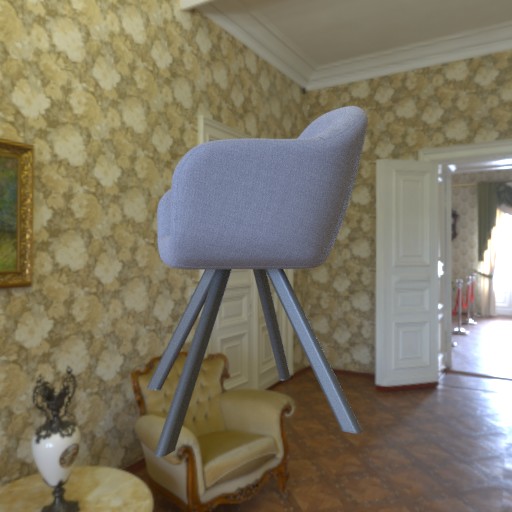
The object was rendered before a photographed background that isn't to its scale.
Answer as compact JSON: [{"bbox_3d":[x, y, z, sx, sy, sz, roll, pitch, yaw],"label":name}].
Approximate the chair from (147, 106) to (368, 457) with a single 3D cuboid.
[{"bbox_3d":[0.000,0.000,1.184,0.550,0.795,0.590,0,0,-16],"label":"chair"}]
